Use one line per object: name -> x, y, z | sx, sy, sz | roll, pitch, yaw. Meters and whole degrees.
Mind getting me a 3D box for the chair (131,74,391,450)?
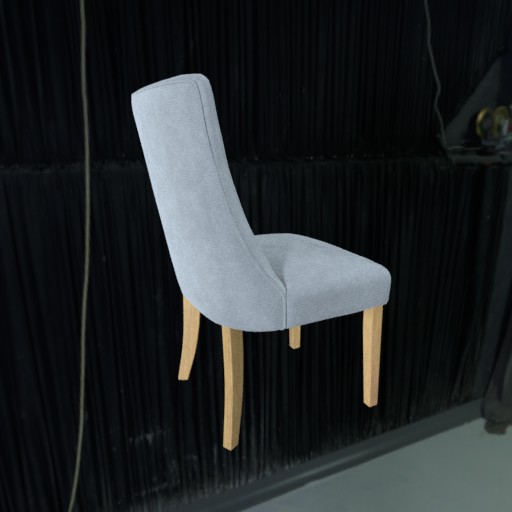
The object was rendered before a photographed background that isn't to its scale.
chair -> 0.000, 0.000, 1.274 | 0.610, 0.902, 0.495 | -8, 17, -27
